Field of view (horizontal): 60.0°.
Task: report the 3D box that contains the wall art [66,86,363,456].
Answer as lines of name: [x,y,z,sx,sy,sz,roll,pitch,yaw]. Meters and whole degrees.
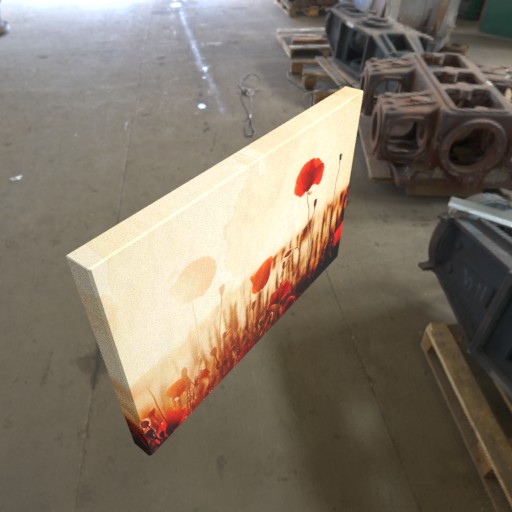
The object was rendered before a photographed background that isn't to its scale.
wall art: [0.000,0.000,0.770,0.040,0.402,0.613,26,47,27]
